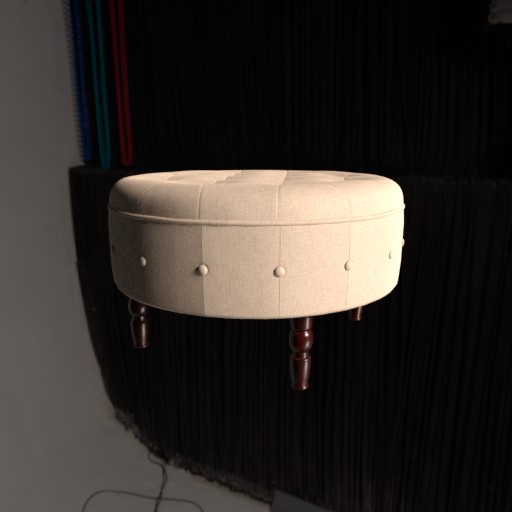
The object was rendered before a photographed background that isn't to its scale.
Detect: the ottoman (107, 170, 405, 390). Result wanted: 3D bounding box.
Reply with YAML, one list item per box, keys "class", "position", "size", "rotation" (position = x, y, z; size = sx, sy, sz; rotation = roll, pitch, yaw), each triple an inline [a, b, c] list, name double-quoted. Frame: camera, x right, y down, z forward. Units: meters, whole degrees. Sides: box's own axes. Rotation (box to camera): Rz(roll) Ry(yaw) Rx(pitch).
- class: "ottoman"
  position: [0.000, 0.000, 1.367]
  size: [0.848, 0.494, 0.848]
  rotation: [0, 13, 0]
